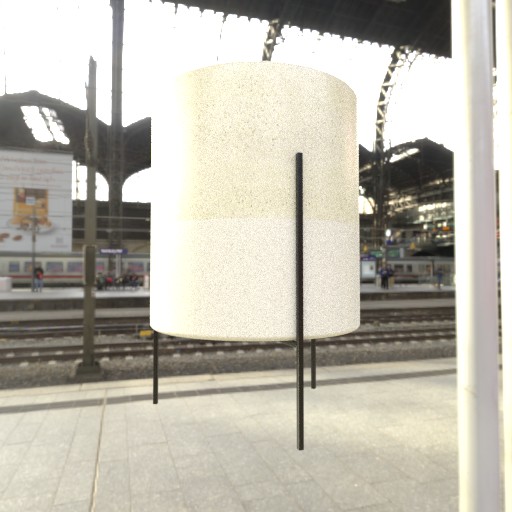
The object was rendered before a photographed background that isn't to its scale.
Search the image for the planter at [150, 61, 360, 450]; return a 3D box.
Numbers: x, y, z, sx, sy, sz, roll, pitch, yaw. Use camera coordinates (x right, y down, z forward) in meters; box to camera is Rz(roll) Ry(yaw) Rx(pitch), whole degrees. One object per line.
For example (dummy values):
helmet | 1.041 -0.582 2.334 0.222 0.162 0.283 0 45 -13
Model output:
planter | 0.000 0.000 0.702 0.324 0.483 0.333 1 -2 -19
